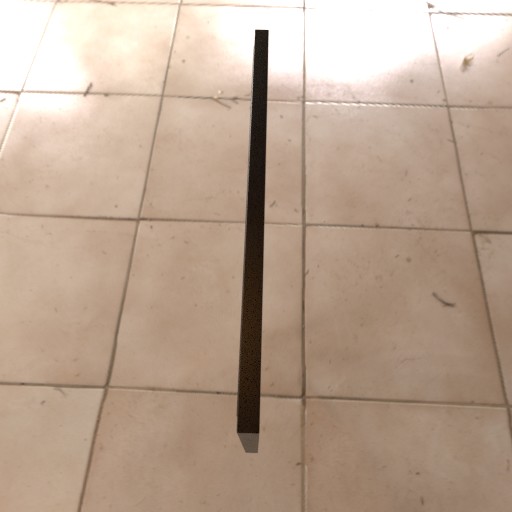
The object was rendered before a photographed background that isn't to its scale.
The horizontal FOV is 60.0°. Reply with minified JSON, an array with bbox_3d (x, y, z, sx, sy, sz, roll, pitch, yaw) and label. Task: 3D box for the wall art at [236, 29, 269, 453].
[{"bbox_3d":[0.000,0.000,0.833,0.027,0.458,0.657,1,64,1],"label":"wall art"}]
